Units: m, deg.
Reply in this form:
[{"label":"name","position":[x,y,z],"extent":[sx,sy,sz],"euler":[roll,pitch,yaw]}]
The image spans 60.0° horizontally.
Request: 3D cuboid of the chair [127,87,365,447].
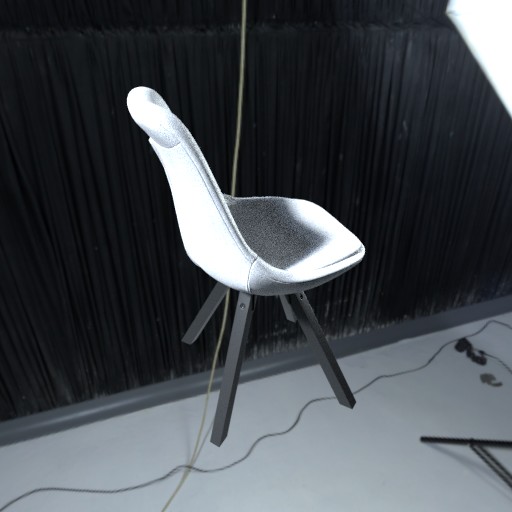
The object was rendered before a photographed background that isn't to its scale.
[{"label":"chair","position":[0.000,0.000,1.190],"extent":[0.550,0.850,0.485],"euler":[-10,32,-16]}]
